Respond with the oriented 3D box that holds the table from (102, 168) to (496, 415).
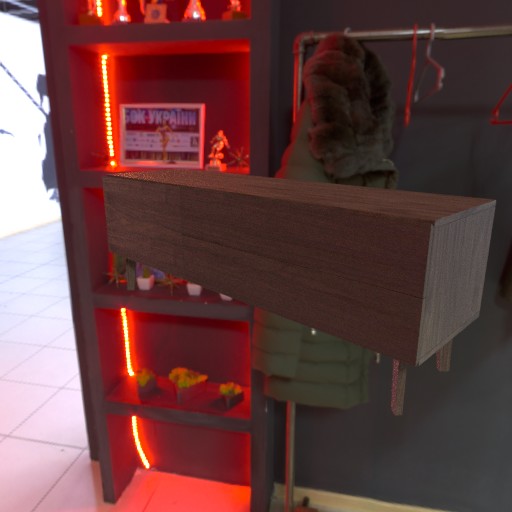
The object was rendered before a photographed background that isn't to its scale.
[{"bbox_3d":[0.000,0.000,1.582,1.397,0.508,0.405,15,22,42],"label":"table"}]
